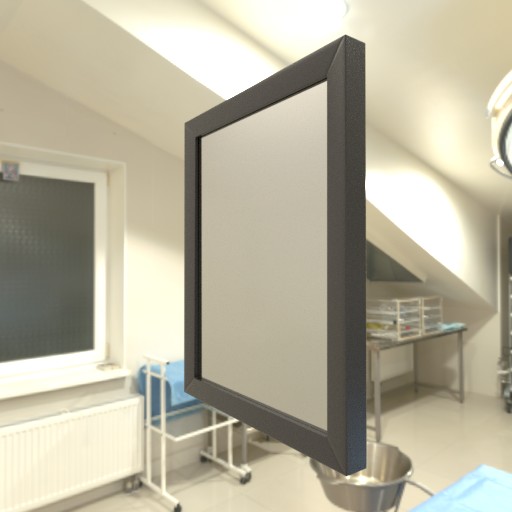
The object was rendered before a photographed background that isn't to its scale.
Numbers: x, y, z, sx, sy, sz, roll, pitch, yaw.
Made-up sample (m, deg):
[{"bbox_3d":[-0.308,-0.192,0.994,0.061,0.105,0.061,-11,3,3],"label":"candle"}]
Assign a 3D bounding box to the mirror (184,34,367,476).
[{"bbox_3d":[0.000,0.000,0.684,0.041,0.508,0.405,1,-1,-36],"label":"mirror"}]
